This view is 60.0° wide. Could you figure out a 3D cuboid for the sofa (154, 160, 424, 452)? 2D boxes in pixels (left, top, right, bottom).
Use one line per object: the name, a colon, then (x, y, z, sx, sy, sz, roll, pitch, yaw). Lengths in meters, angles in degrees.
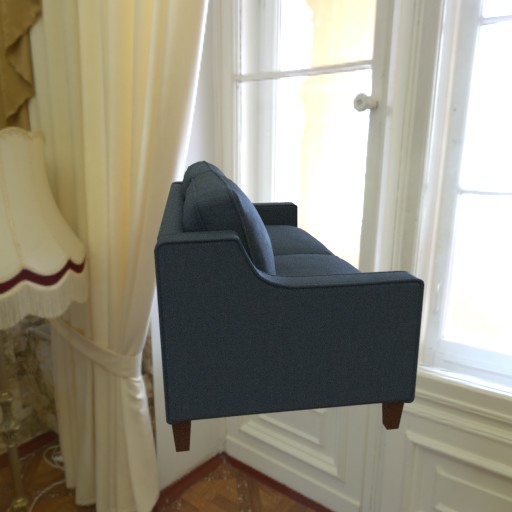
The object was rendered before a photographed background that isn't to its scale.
sofa: (0.000, 0.000, 2.749, 1.066, 1.071, 2.178, -2, 15, -9)
